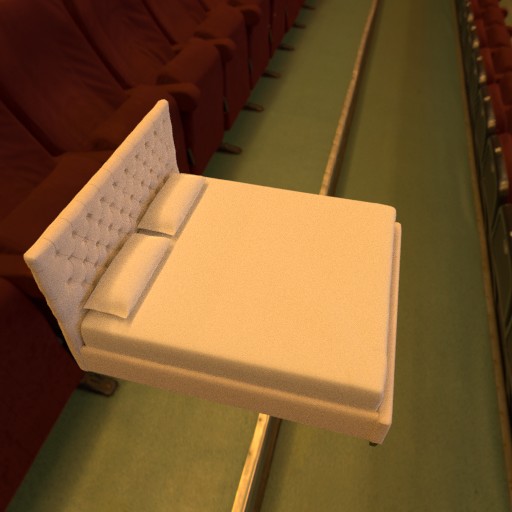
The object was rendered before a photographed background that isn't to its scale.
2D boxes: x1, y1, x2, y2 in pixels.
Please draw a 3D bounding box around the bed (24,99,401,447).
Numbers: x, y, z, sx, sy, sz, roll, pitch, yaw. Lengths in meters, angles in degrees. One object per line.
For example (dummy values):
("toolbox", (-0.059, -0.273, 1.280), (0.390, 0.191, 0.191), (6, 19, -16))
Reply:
("bed", (0.000, 0.000, 3.608), (2.387, 1.427, 2.078), (11, 47, 10))
